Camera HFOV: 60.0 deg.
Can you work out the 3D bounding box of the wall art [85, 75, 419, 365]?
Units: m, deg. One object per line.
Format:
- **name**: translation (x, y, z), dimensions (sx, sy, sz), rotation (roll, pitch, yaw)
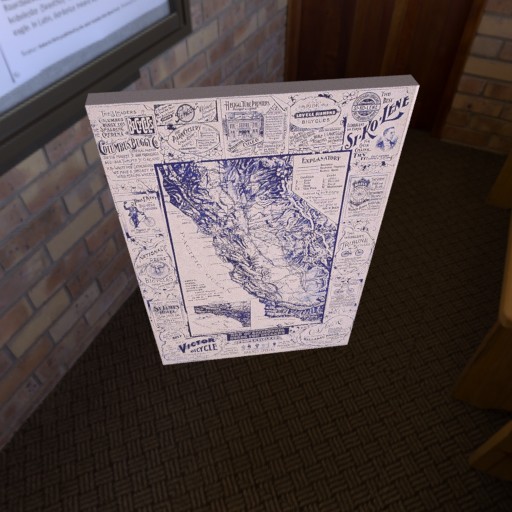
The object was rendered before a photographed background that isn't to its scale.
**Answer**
- **wall art**: translation (0.000, 0.000, 0.959), dimensions (0.511, 0.753, 0.039), rotation (-5, 47, -5)
